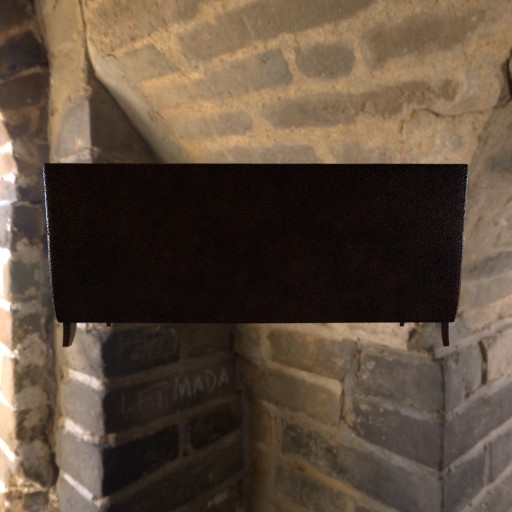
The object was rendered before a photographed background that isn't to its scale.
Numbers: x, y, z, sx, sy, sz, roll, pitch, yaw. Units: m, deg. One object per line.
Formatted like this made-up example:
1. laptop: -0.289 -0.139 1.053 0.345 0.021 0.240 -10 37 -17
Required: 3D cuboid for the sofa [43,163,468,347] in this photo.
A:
1. sofa: 0.000 0.000 2.453 1.995 0.871 0.786 0 -1 0
